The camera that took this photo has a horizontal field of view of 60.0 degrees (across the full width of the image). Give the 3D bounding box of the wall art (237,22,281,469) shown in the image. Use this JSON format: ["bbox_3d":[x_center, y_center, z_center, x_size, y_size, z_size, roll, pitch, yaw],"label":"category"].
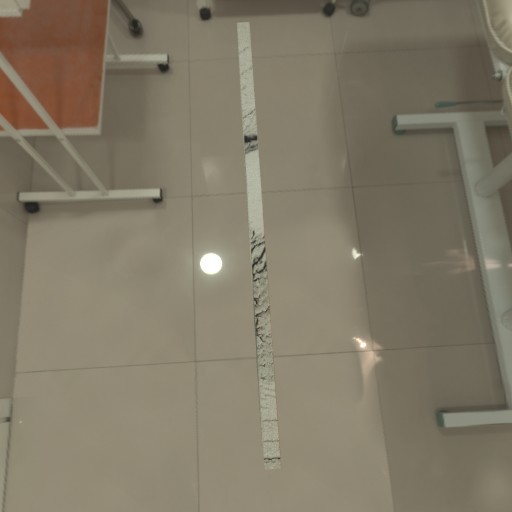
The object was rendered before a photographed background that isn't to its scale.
[{"bbox_3d":[0.000,0.000,1.444,0.035,0.758,1.141,-3,74,-1],"label":"wall art"}]
